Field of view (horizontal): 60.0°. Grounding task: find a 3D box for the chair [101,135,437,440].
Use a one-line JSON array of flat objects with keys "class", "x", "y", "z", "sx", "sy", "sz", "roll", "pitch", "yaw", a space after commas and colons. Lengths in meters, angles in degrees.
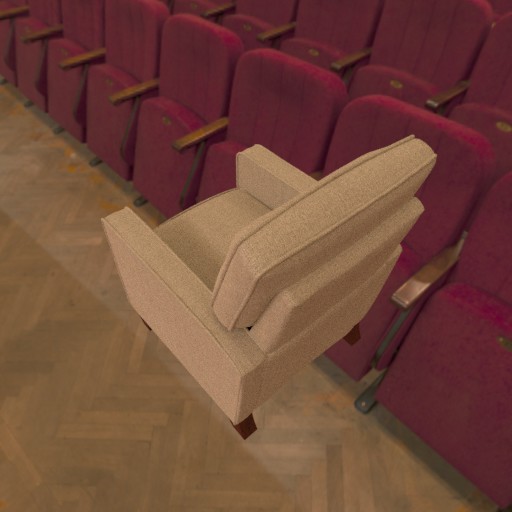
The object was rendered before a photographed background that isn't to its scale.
[{"class": "chair", "x": 0.000, "y": 0.000, "z": 1.395, "sx": 0.648, "sy": 0.888, "sz": 0.754, "roll": -32, "pitch": 54, "yaw": -28}]
